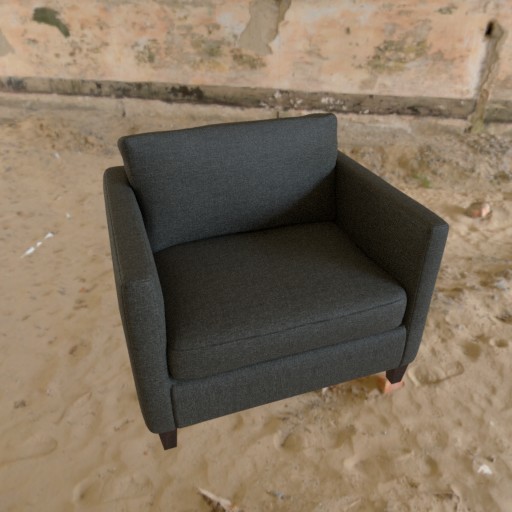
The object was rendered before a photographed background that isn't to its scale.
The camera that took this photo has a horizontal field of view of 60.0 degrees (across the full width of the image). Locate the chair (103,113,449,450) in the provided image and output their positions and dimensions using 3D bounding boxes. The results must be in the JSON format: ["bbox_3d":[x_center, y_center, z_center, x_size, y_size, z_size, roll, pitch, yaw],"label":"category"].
[{"bbox_3d":[0.000,0.000,1.822,1.107,0.963,0.959,-10,33,-16],"label":"chair"}]
